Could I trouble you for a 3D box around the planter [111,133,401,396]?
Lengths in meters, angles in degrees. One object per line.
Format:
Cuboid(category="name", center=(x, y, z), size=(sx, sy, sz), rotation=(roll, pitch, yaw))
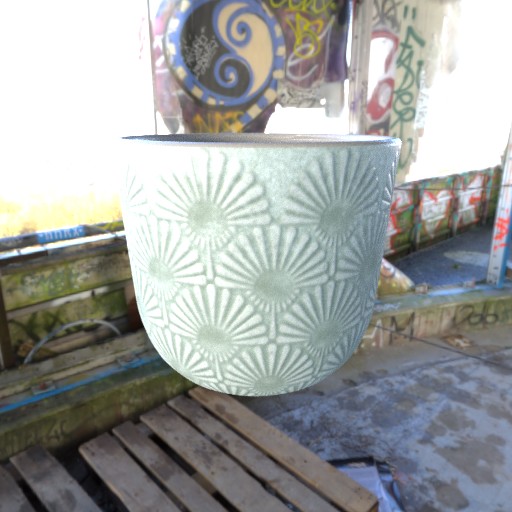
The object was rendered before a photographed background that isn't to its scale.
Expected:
Cuboid(category="planter", center=(0.000, 0.000, 0.292), size=(0.170, 0.152, 0.170), rotation=(0, 17, 0))
